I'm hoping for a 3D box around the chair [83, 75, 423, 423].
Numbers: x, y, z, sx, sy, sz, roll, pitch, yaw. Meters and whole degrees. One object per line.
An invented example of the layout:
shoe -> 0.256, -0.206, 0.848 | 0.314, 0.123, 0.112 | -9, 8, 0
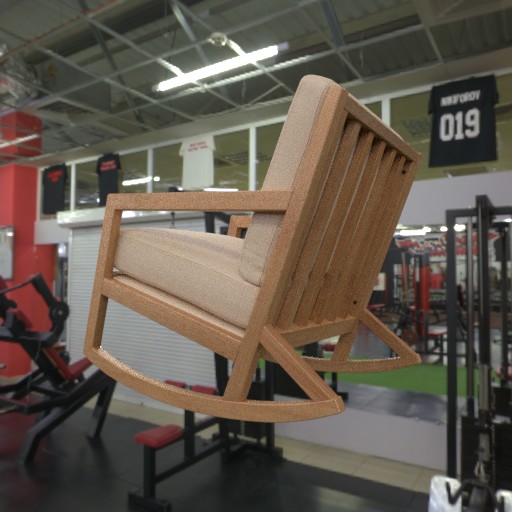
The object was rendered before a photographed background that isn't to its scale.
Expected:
chair -> 0.000, 0.000, 1.378 | 0.857, 0.790, 0.622 | -2, -3, 35
